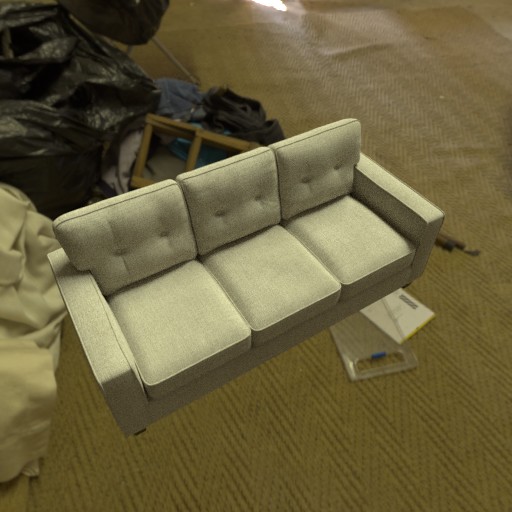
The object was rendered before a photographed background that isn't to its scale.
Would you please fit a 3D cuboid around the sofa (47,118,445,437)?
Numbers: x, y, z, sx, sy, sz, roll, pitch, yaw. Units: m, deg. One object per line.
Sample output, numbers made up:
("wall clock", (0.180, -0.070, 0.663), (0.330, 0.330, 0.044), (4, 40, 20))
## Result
("sofa", (0.000, 0.000, 2.636), (2.133, 0.965, 0.939), (-24, 51, -21))
